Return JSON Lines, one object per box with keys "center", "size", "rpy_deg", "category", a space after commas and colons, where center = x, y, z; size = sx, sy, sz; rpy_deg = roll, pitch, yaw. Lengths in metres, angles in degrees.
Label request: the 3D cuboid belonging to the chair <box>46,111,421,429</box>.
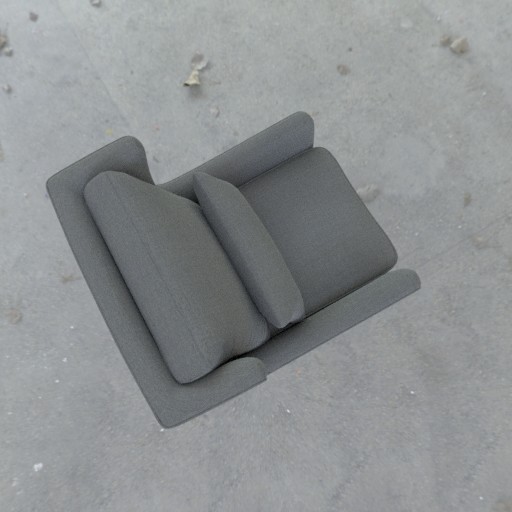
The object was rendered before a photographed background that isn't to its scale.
{"center": [0.000, 0.000, 1.777], "size": [1.040, 1.056, 0.866], "rpy_deg": [-29, 77, -7], "category": "chair"}
